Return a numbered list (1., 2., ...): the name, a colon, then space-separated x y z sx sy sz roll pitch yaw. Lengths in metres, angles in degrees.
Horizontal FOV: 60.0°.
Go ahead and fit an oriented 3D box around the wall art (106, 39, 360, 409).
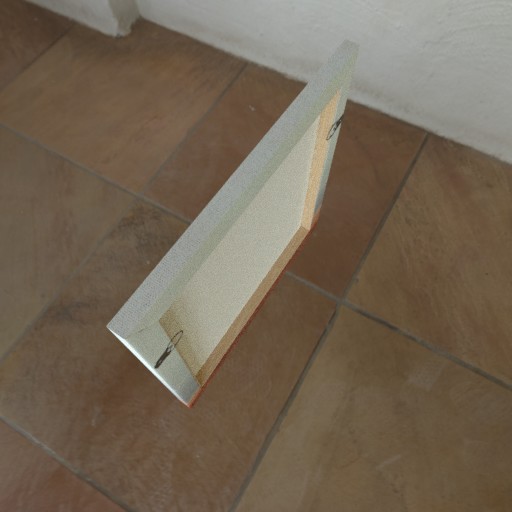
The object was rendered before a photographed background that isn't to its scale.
1. wall art: 0.000 0.000 0.608 0.023 0.405 0.405 30 67 14
